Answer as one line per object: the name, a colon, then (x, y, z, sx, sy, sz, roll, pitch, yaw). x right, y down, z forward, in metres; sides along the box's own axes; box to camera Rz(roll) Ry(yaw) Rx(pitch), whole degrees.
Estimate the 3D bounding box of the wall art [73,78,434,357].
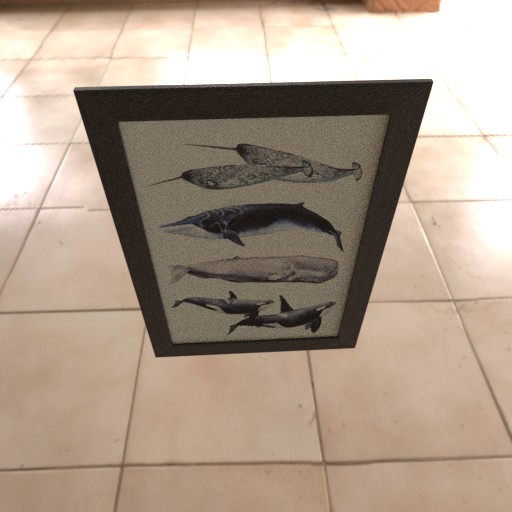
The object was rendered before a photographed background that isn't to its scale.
wall art: (0.000, 0.000, 1.402, 0.810, 1.116, 0.016, -2, 46, -2)
